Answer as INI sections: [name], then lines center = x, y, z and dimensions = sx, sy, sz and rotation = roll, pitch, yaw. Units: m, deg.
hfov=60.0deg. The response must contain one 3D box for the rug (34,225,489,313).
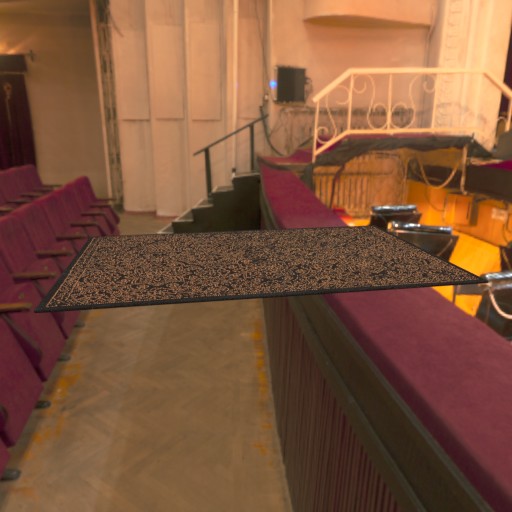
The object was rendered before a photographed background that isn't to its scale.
[rug]
center = 0.000, 0.000, 3.050
dimensions = 2.441, 0.015, 1.526
rotation = -3, 16, -10
